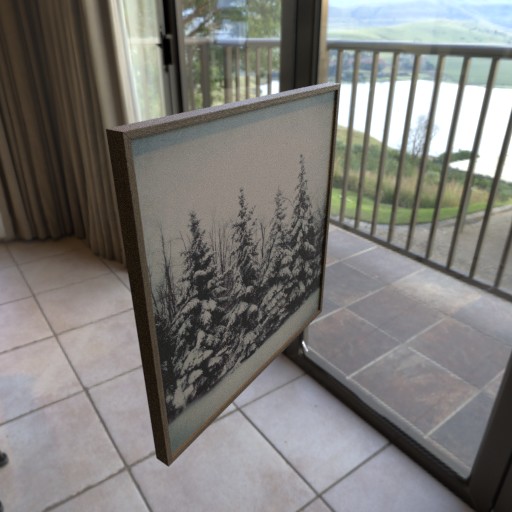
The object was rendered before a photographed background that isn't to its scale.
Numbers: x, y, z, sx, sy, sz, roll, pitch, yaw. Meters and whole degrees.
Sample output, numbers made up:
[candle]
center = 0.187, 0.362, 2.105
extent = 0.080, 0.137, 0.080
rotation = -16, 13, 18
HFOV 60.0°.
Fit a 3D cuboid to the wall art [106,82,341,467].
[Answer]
[wall art]
center = 0.000, 0.000, 1.129
extent = 0.039, 0.758, 0.758
rotation = 18, 33, 31
